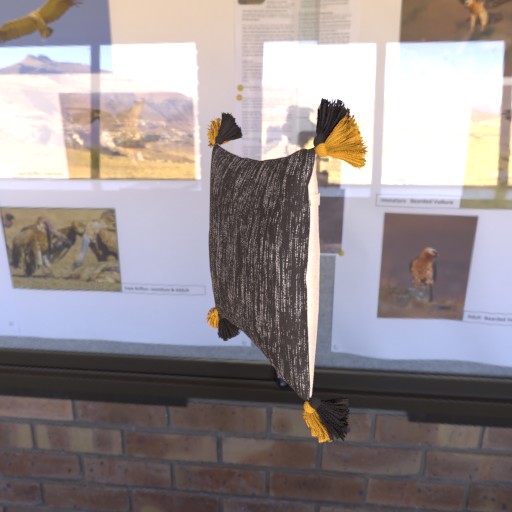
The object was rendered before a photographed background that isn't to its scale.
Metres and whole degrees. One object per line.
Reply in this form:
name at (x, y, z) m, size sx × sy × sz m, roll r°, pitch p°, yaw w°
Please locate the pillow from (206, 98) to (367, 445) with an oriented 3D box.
pillow at (0.000, 0.000, 1.010) m, size 0.139 × 0.659 × 0.654 m, roll -7°, pitch 17°, yaw -25°
